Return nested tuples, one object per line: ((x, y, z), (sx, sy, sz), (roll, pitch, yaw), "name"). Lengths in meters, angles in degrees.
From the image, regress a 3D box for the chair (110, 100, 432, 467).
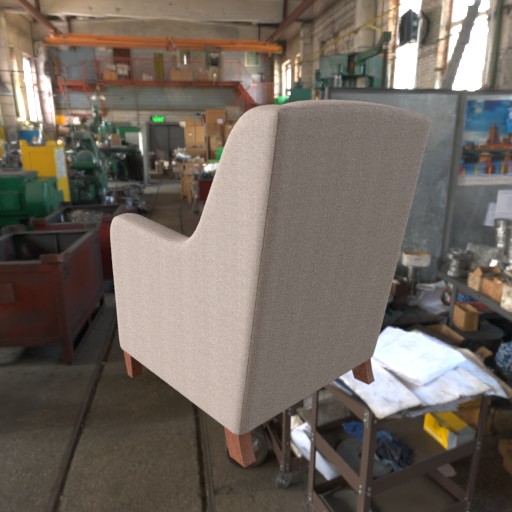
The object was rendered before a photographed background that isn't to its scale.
((0.000, 0.000, 1.595), (0.715, 1.017, 0.890), (-14, 21, -42), "chair")
